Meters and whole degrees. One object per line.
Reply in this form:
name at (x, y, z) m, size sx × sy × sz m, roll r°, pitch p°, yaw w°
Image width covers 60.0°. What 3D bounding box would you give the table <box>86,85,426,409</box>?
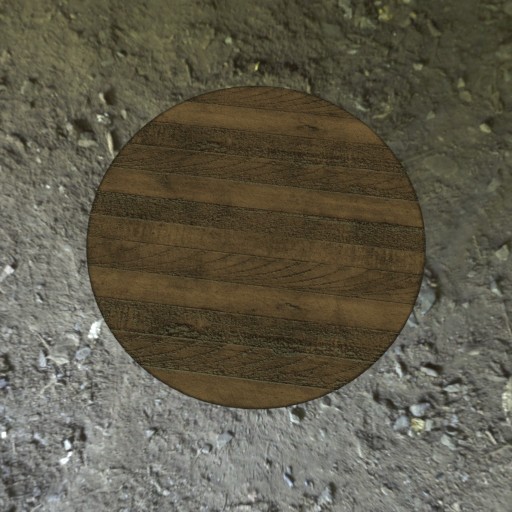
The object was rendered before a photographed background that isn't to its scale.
table at (0.000, 0.000, 1.319) m, size 0.837 × 0.462 × 0.837 m, roll 0°, pitch 74°, yaw 0°
